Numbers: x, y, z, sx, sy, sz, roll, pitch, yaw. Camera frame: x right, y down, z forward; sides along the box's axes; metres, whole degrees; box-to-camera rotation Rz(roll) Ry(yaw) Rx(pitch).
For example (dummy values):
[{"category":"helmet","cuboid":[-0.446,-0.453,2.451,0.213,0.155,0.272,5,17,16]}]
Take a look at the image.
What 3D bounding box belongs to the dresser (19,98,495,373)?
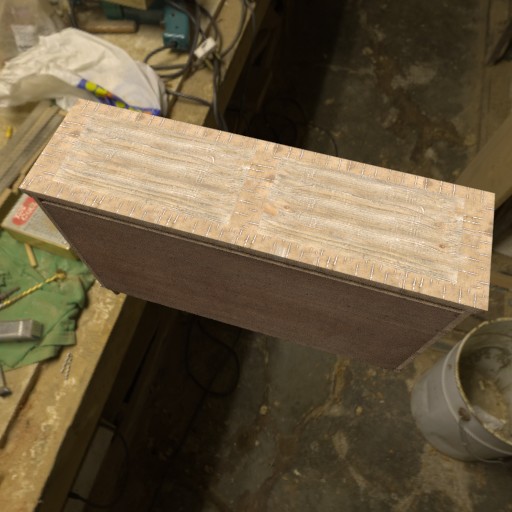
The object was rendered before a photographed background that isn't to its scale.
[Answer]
[{"category":"dresser","cuboid":[0.000,0.000,2.023,1.626,1.016,0.457,15,64,7]}]
